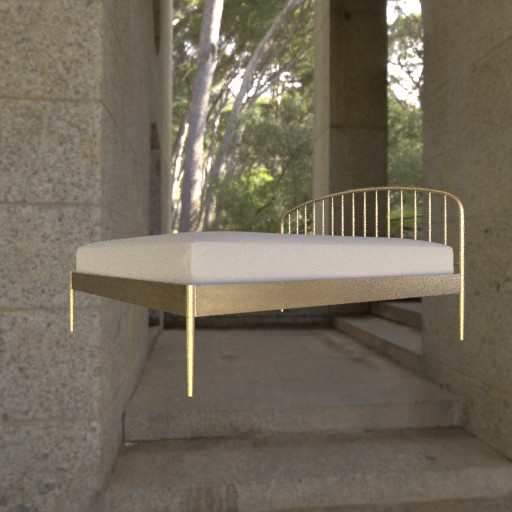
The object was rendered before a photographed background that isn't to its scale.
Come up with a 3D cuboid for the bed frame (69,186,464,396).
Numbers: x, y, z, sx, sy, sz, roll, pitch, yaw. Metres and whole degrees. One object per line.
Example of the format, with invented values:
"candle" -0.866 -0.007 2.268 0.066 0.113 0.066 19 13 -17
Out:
"bed frame" 0.000 0.000 3.284 2.152 1.174 2.016 0 0 -36
